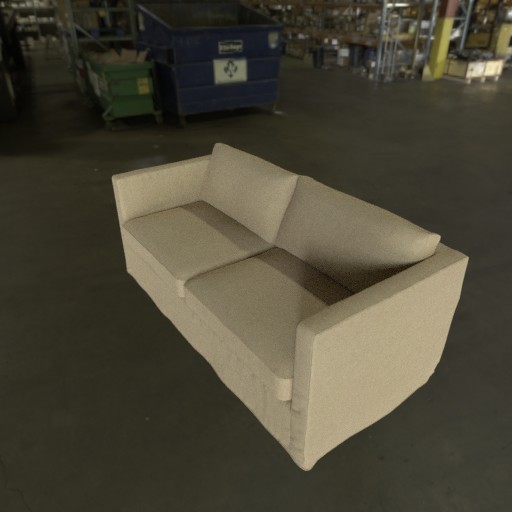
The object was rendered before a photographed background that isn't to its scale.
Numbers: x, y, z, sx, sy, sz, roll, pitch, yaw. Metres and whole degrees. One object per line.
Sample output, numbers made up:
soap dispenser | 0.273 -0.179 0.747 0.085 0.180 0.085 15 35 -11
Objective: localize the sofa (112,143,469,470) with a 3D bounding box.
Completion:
sofa | 0.000 0.000 2.525 0.962 0.835 1.959 -20 36 -30
